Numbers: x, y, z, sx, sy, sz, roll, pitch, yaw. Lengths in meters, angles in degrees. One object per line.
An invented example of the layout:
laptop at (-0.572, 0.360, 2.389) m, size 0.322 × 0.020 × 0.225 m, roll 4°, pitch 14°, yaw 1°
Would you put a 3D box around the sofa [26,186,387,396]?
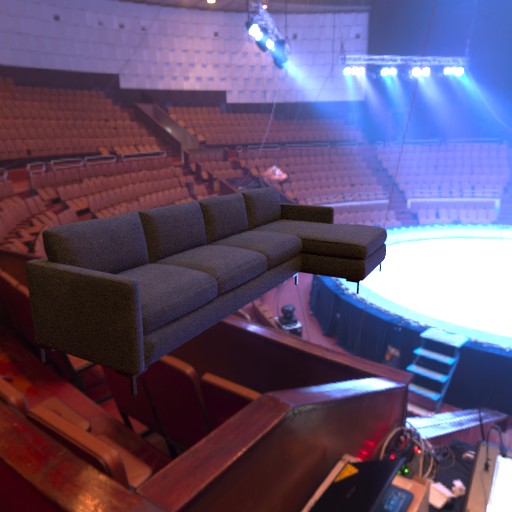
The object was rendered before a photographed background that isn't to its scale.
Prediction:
sofa at (0.000, 0.000, 3.401) m, size 1.350 × 0.810 × 2.932 m, roll 8°, pitch 16°, yaw 28°
